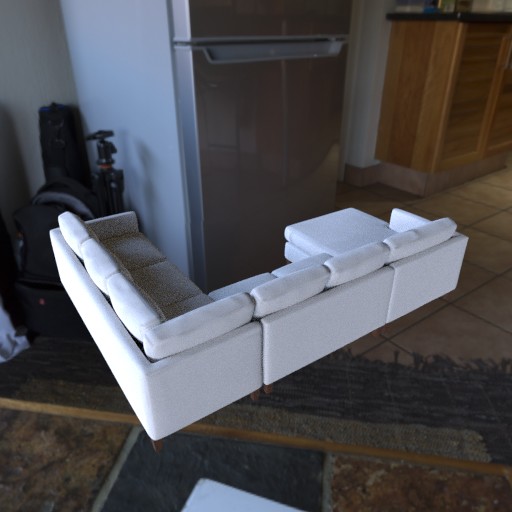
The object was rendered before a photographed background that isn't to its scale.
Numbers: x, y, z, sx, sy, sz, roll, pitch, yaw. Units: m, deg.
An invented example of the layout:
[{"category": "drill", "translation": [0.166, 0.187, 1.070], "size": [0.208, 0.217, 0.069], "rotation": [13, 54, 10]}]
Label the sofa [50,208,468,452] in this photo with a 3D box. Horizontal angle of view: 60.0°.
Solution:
[{"category": "sofa", "translation": [0.000, 0.000, 4.605], "size": [3.459, 0.956, 2.593], "rotation": [-18, 34, -30]}]
